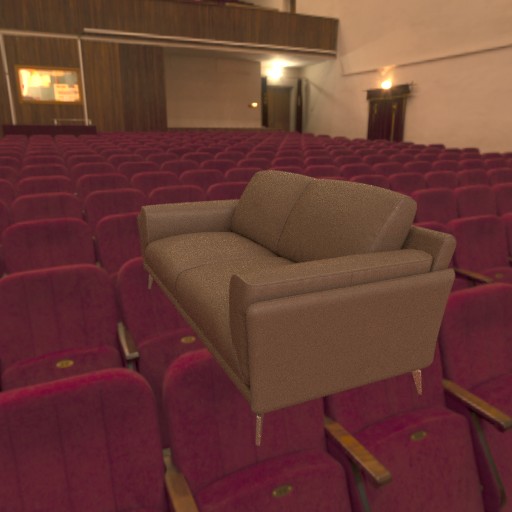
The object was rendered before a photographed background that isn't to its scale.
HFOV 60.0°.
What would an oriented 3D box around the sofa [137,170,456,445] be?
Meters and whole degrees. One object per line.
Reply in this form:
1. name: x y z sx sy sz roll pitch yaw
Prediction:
1. sofa: 0.000 0.000 2.693 1.049 0.930 2.101 -7 17 -24
